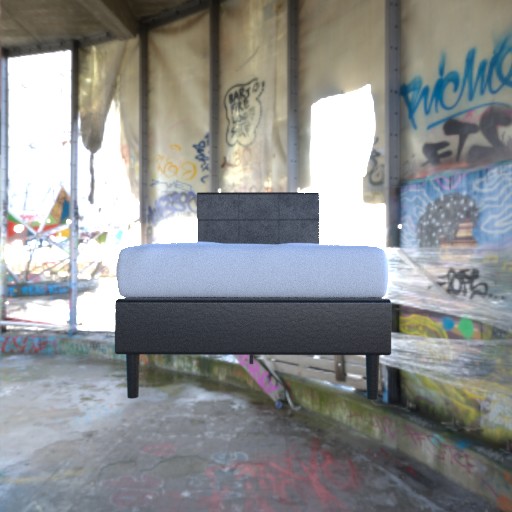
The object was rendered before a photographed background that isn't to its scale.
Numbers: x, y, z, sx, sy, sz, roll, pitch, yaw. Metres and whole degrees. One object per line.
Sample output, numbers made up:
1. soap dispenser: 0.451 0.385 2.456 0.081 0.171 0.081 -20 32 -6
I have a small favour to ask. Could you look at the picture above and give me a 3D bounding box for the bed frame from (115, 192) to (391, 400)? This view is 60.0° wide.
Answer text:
1. bed frame: 0.000 0.000 2.519 1.038 1.046 2.152 0 0 1
